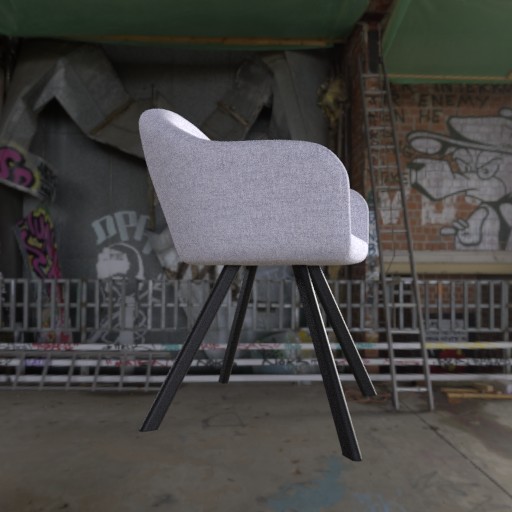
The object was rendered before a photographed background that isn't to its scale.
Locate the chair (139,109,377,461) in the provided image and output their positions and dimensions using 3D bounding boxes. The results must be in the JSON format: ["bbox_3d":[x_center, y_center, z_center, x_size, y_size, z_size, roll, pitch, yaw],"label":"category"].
[{"bbox_3d":[0.000,0.000,1.141,0.570,0.780,0.540,0,-1,19],"label":"chair"}]
